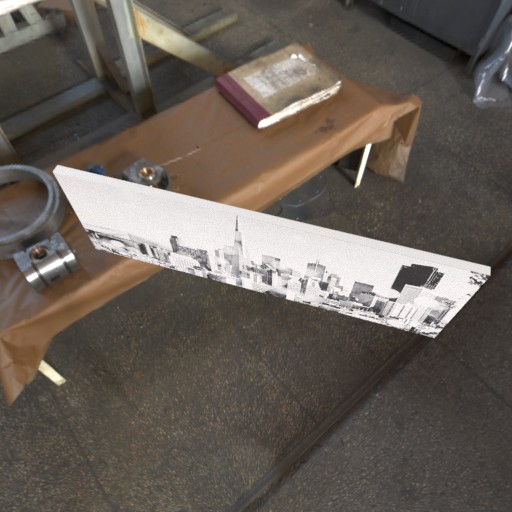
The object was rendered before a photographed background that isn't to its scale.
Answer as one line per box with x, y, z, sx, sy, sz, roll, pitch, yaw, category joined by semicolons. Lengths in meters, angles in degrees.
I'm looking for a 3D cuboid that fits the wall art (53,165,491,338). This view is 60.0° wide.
0.000;0.000;1.707;1.520;0.507;0.039;14;59;9;wall art
